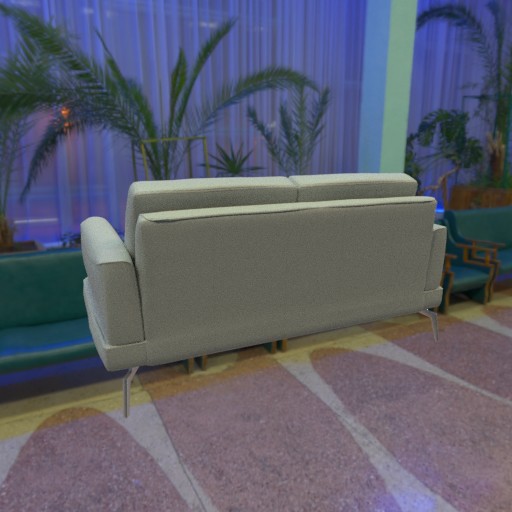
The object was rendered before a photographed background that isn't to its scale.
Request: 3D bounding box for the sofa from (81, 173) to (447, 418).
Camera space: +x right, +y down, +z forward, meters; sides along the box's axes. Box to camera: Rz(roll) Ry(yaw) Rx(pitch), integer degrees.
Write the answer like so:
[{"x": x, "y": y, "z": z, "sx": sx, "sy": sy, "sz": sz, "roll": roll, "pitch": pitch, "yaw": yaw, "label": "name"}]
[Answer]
[{"x": 0.000, "y": 0.000, "z": 2.486, "sx": 1.819, "sy": 0.930, "sz": 1.121, "roll": -6, "pitch": 15, "yaw": -24, "label": "sofa"}]
